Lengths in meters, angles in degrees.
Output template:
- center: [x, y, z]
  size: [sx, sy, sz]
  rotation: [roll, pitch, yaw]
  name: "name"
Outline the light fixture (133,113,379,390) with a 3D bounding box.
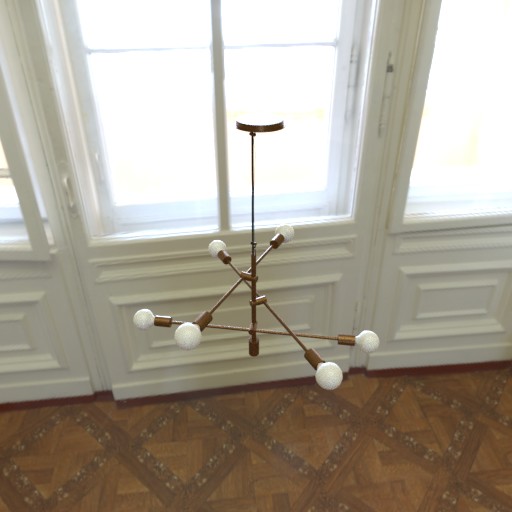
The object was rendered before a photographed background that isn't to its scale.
- center: [0.000, 0.000, 1.221]
  size: [0.682, 0.744, 0.637]
  rotation: [22, 37, 31]
  name: "light fixture"
